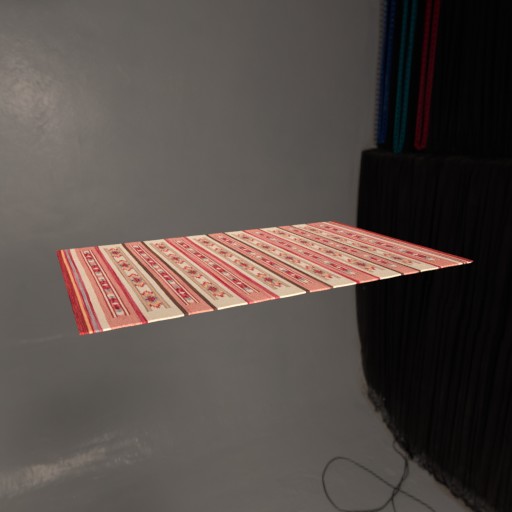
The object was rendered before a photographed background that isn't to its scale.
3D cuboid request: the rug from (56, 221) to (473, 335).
[{"bbox_3d":[0.000,0.000,3.041,2.431,0.010,1.535,-8,17,-26],"label":"rug"}]
